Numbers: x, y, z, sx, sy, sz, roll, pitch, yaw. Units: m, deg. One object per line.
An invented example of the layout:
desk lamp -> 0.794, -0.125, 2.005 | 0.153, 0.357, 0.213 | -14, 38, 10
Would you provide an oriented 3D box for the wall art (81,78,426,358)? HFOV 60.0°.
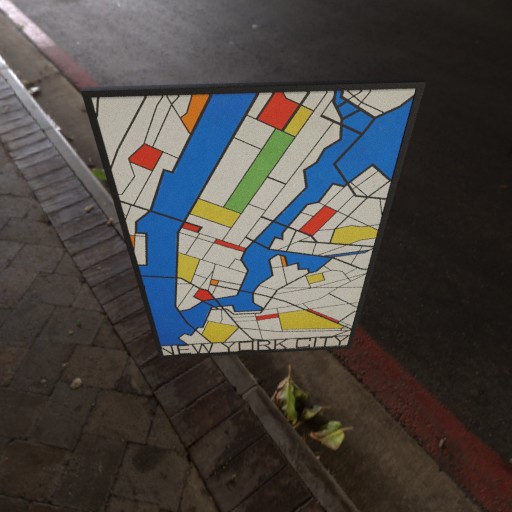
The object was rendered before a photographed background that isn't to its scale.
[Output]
wall art -> 0.000, 0.000, 0.826 | 0.457, 0.657, 0.013 | -2, 46, -2
